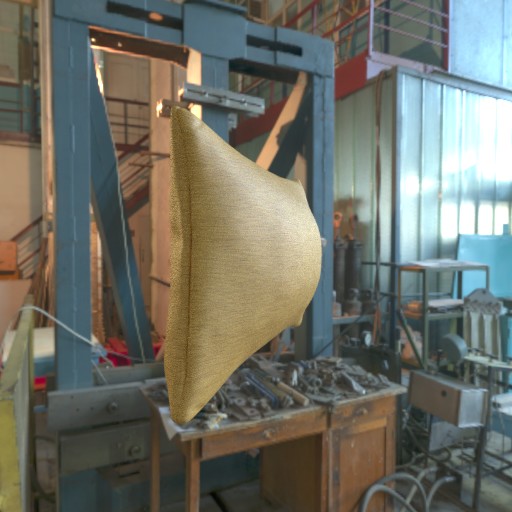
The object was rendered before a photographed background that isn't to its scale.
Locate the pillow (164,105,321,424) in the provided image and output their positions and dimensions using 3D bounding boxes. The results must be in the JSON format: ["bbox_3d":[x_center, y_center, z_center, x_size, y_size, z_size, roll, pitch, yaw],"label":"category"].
[{"bbox_3d":[0.000,0.000,0.780,0.210,0.354,0.634,1,2,17],"label":"pillow"}]
